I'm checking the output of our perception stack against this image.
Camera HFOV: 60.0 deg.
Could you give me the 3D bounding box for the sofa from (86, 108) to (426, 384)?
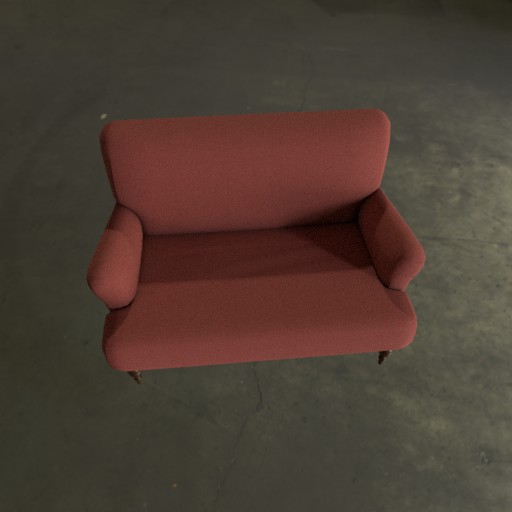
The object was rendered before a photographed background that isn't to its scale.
[{"bbox_3d":[0.000,0.000,1.866,1.297,0.889,0.779,-4,47,-4],"label":"sofa"}]
